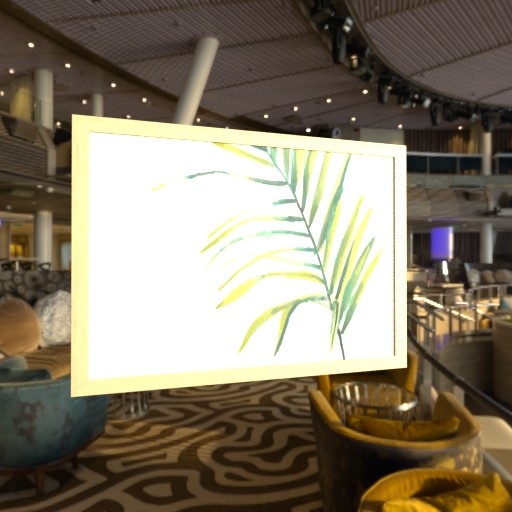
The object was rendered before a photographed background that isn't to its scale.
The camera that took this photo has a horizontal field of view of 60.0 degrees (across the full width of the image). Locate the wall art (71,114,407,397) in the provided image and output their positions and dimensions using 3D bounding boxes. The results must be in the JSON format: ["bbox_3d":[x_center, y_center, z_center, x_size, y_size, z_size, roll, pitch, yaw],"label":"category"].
[{"bbox_3d":[0.000,0.000,0.693,0.532,0.380,0.032,0,-1,-18],"label":"wall art"}]
